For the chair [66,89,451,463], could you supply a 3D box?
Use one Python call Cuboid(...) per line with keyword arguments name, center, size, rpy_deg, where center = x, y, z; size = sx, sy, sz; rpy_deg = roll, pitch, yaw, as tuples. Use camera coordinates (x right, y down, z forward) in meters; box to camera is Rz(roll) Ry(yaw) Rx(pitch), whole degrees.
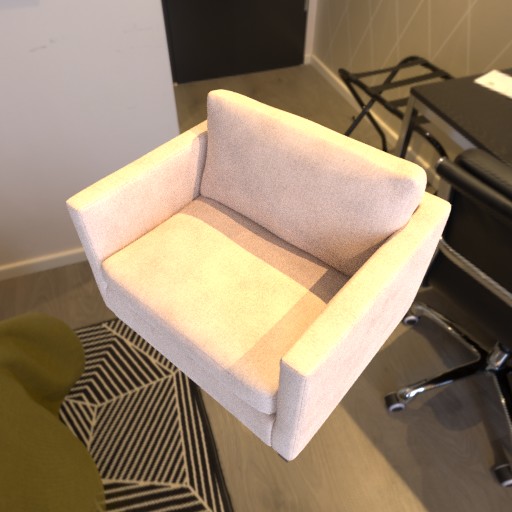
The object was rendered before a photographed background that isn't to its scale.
Cuboid(name="chair", center=(0.000, 0.000, 1.822), size=(1.133, 0.961, 0.959), rpy_deg=(32, 55, 26))
